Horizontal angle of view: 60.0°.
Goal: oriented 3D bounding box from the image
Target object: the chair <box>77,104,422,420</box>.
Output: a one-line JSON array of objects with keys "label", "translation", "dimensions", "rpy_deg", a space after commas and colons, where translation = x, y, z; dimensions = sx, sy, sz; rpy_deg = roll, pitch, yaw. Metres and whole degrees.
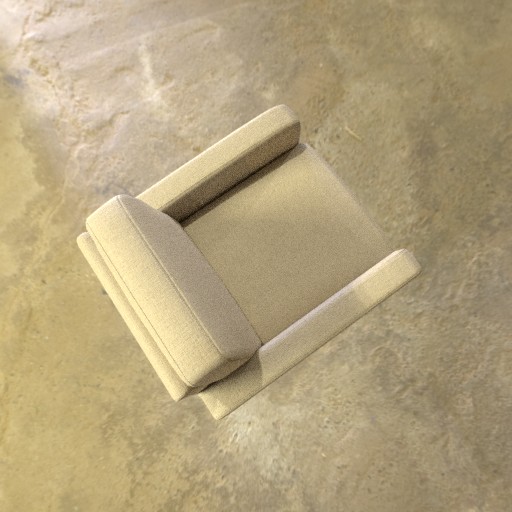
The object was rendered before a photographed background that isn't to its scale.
[{"label": "chair", "translation": [0.000, 0.000, 1.544], "dimensions": [0.888, 0.827, 0.755], "rpy_deg": [-34, 77, -9]}]
